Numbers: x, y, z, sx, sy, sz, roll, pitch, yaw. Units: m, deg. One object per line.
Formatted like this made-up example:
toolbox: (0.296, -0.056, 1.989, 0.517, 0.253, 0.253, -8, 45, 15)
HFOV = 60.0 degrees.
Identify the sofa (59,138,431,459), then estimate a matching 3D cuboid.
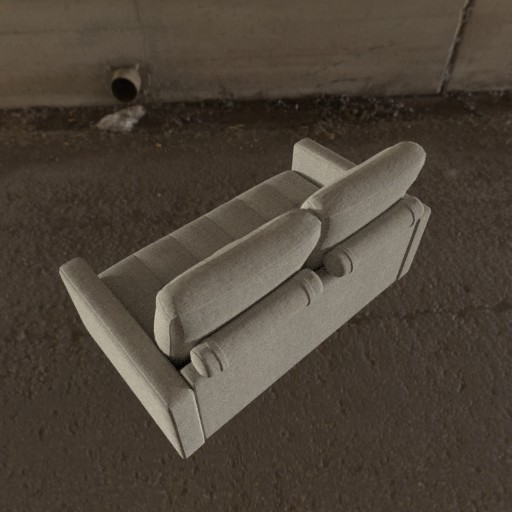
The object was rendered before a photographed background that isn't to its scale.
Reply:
sofa: (0.000, 0.000, 1.932, 1.407, 0.907, 0.842, -33, 55, -27)
